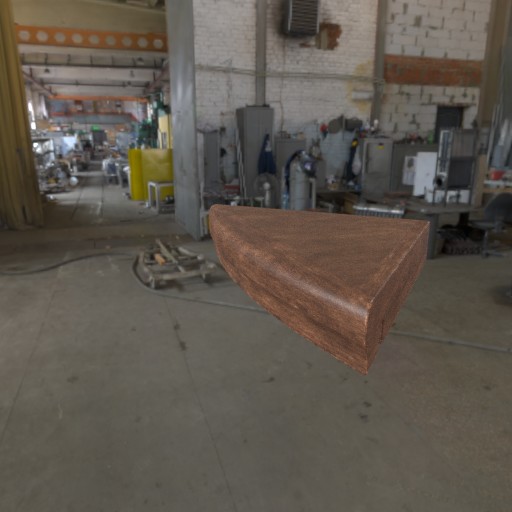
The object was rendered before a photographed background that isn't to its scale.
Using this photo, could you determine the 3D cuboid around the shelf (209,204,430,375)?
[{"bbox_3d":[0.000,0.000,0.470,0.310,0.050,0.310,8,17,26],"label":"shelf"}]
